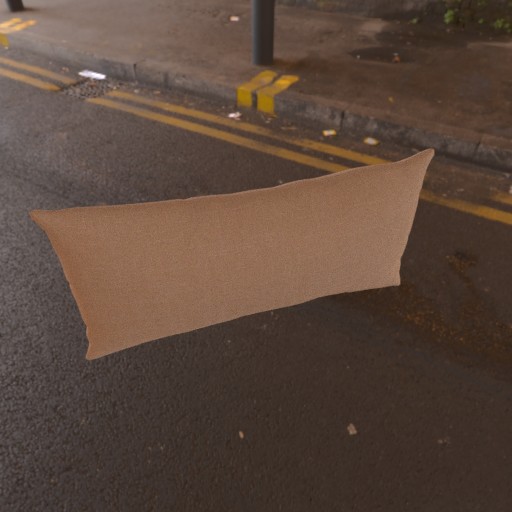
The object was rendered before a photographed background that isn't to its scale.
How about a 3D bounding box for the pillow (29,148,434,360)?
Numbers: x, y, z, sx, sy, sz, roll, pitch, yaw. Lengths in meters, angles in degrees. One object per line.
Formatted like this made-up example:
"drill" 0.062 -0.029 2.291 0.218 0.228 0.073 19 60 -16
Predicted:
"pillow" 0.000 0.000 0.732 0.612 0.308 0.148 -12 42 -13
